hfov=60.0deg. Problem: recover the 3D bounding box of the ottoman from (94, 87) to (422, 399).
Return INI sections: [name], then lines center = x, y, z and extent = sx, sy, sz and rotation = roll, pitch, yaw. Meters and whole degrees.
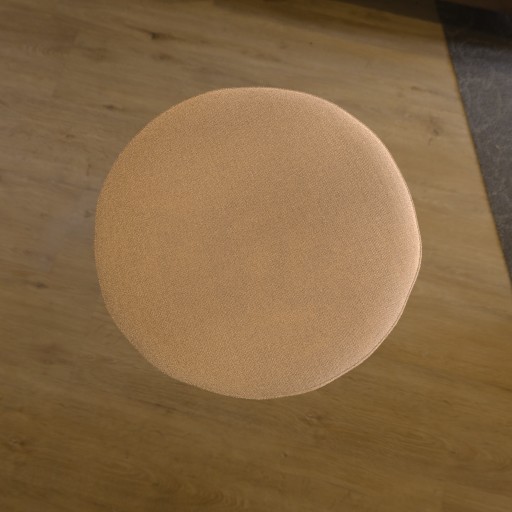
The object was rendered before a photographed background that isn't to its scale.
[ottoman]
center = 0.000, 0.000, 0.831
extent = 0.497, 0.409, 0.497
rotation = 0, 76, 0
